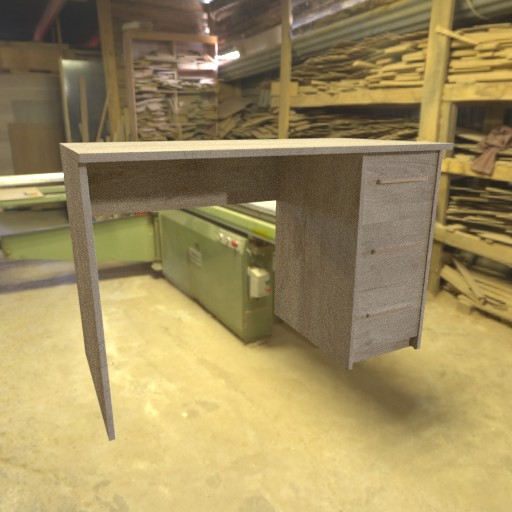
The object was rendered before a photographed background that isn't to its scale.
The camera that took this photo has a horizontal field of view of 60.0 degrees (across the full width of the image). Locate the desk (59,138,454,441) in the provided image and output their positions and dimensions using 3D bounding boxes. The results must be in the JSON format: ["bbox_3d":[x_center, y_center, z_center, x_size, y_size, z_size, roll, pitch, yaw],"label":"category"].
[{"bbox_3d":[0.000,0.000,1.489,1.097,0.735,0.560,-8,19,-26],"label":"desk"}]
